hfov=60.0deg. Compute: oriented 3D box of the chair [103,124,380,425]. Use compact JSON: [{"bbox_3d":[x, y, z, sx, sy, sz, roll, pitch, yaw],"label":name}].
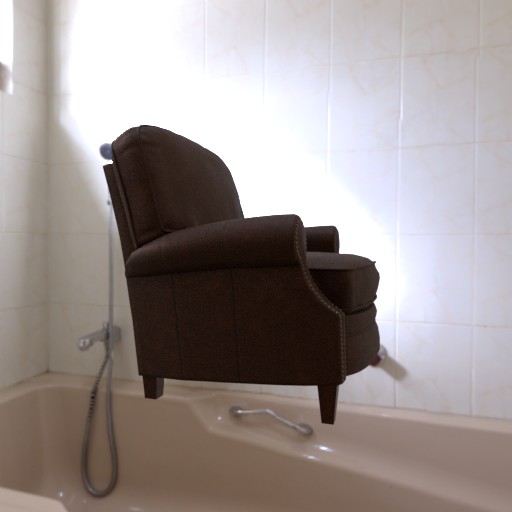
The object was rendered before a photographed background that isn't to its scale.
[{"bbox_3d":[0.000,0.000,1.822,0.986,1.018,0.936,0,1,19],"label":"chair"}]
